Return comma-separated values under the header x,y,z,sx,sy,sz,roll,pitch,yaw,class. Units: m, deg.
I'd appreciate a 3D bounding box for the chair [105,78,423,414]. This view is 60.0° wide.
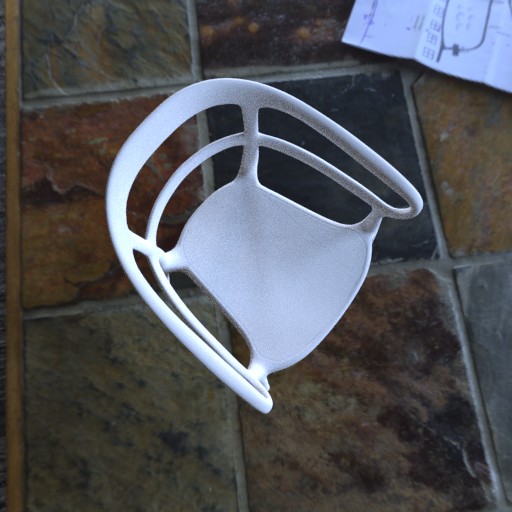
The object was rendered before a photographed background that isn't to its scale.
x,y,z,sx,sy,sz,roll,pitch,yaw,class
0.000,0.000,1.146,0.527,0.761,0.559,38,79,9,chair
